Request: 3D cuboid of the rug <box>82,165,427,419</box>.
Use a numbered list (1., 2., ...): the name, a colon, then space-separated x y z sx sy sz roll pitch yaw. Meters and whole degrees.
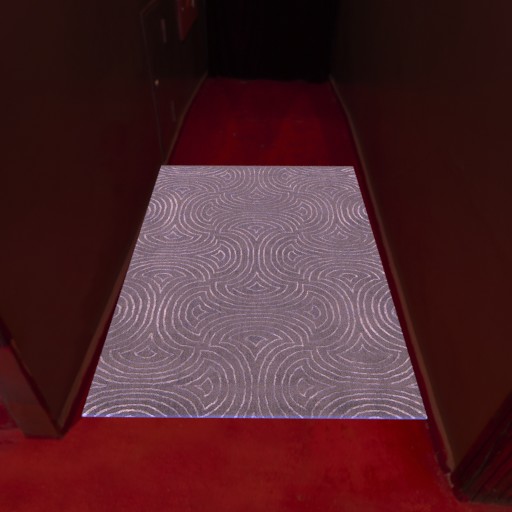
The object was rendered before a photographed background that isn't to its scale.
1. rug: 0.000 0.000 2.772 1.543 0.015 2.144 0 42 0
